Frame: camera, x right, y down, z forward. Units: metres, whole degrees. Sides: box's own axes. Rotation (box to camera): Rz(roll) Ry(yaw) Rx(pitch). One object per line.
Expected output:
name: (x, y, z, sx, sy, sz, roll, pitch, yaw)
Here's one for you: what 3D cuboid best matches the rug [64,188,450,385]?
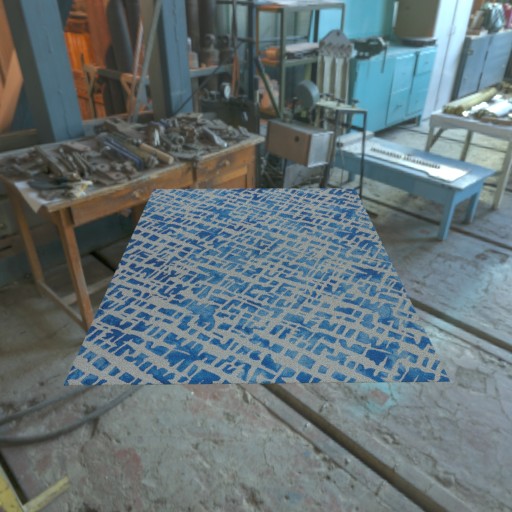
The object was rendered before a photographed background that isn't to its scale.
rug: (0.000, 0.000, 4.054, 2.435, 0.007, 3.007, 0, 32, 0)
